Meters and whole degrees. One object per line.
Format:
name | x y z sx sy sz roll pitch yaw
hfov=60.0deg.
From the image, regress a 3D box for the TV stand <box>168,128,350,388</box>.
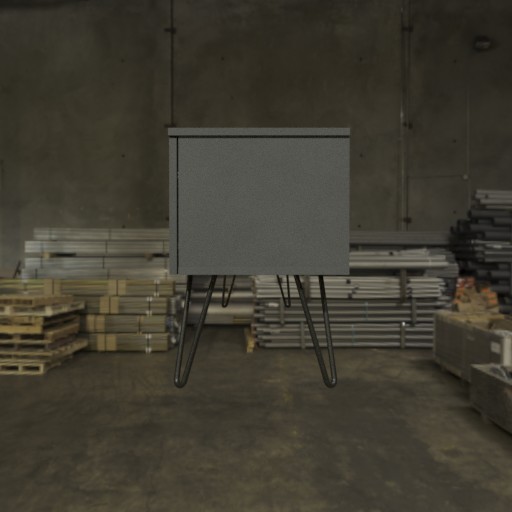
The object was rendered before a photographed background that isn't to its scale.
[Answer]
TV stand | 0.000 0.000 1.642 0.400 0.560 1.400 0 1 0
